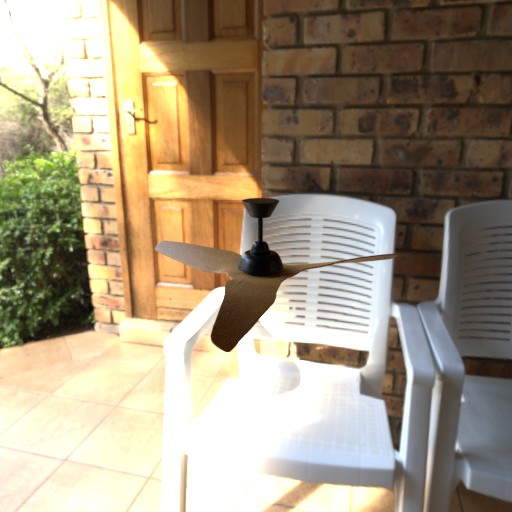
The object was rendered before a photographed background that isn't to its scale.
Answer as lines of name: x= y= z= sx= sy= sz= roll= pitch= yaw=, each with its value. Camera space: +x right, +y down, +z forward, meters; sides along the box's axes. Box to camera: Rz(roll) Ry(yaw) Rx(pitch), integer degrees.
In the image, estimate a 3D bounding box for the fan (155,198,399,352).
fan: x=0.000 y=0.000 z=1.600 sx=1.142 sy=0.355 sz=1.010 roll=2 pitch=16 yaw=8
